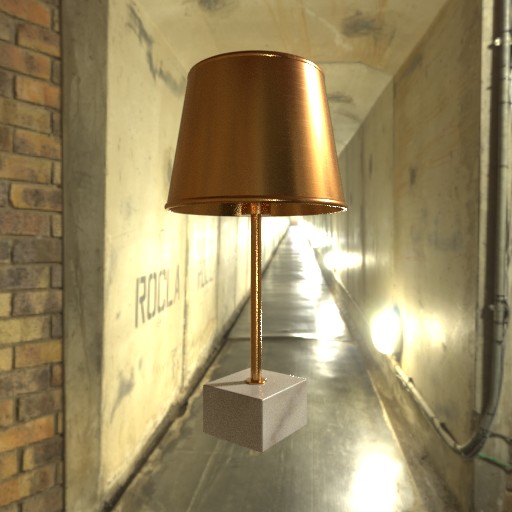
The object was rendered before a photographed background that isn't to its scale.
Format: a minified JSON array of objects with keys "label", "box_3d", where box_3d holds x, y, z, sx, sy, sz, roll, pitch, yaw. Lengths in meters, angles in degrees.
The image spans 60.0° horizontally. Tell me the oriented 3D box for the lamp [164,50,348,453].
[{"label":"lamp","box_3d":[0.000,0.000,0.515,0.208,0.406,0.208,0,1,0]}]
